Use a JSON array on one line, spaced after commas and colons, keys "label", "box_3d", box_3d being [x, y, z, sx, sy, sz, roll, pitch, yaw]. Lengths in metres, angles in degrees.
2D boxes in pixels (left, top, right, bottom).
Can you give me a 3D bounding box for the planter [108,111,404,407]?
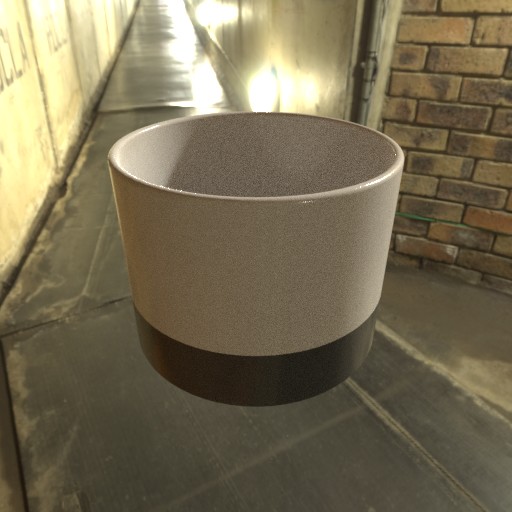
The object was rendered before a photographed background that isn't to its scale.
[{"label": "planter", "box_3d": [0.000, 0.000, 0.344, 0.193, 0.177, 0.193, 0, 31, 0]}]
